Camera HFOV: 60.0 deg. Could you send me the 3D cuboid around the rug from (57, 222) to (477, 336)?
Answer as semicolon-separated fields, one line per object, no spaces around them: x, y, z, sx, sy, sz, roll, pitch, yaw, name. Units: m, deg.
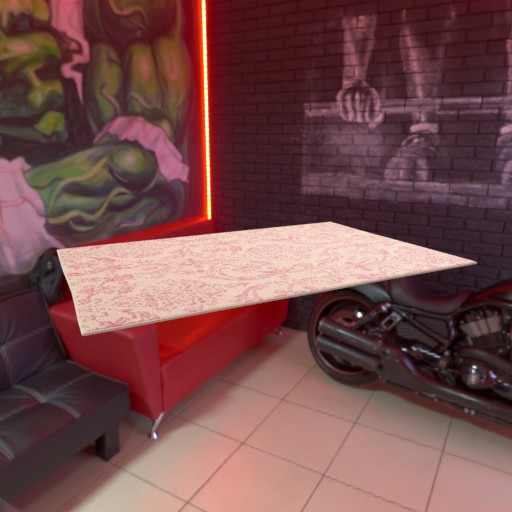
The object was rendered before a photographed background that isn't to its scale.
0.000;0.000;2.315;1.839;0.012;1.219;-7;17;-26;rug
